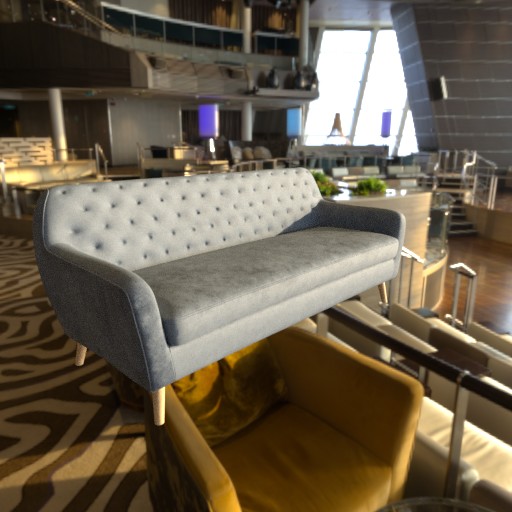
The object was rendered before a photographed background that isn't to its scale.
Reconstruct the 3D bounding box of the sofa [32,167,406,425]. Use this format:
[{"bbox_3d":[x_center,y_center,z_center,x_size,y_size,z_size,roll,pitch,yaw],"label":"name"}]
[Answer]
[{"bbox_3d":[0.000,0.000,2.376,0.841,0.832,1.975,14,20,42],"label":"sofa"}]
